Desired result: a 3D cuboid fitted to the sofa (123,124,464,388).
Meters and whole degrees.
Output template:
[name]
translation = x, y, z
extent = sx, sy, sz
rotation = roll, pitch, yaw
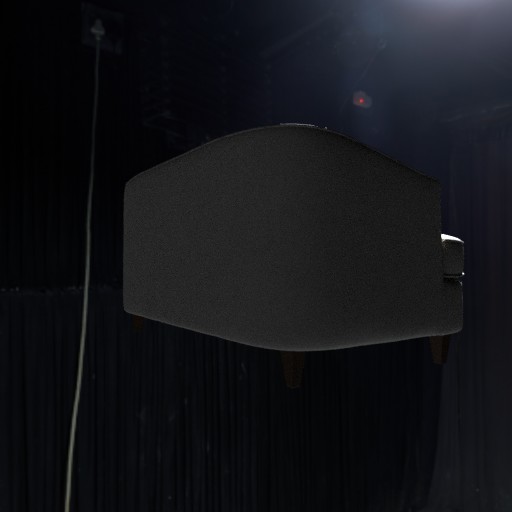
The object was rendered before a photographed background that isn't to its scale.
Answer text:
[sofa]
translation = 0.000, 0.000, 2.242
extent = 0.940, 0.878, 1.731
rotation = 1, -1, -35
